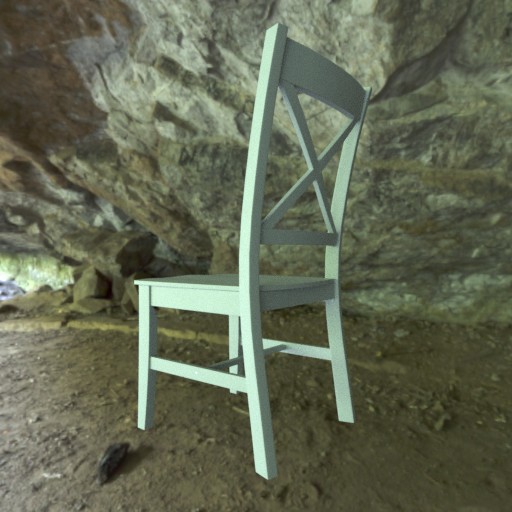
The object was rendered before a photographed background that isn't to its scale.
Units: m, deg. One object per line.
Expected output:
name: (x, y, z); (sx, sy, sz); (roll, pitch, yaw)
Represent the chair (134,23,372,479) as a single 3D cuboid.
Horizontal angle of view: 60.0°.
chair: (0.000, 0.000, 1.274); (0.542, 0.983, 0.485); (0, 1, 38)
